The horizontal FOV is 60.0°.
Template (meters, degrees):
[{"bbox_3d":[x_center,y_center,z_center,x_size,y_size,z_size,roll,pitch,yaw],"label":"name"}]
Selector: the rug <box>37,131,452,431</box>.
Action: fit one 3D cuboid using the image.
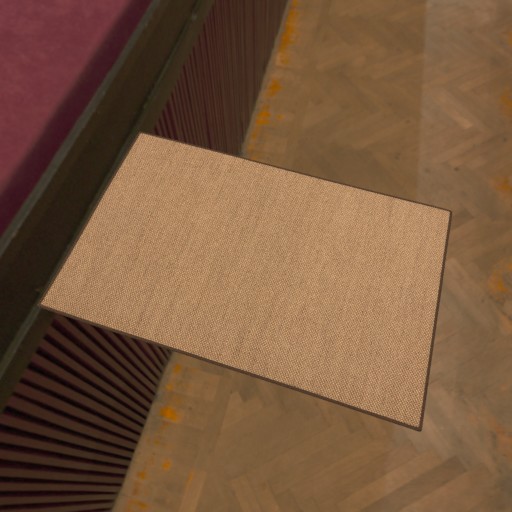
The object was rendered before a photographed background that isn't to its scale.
[{"bbox_3d":[0.000,0.000,2.051,1.676,0.013,1.067,16,63,8],"label":"rug"}]
